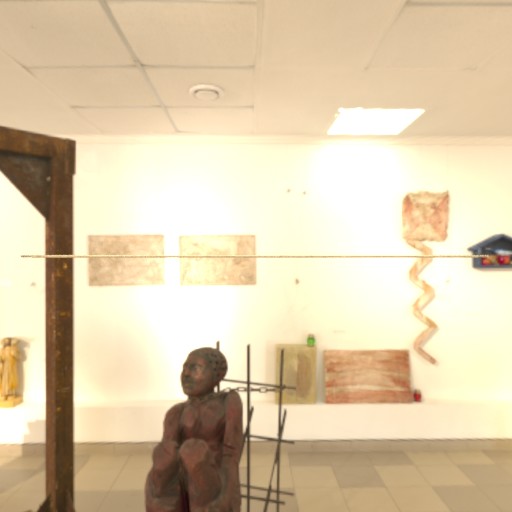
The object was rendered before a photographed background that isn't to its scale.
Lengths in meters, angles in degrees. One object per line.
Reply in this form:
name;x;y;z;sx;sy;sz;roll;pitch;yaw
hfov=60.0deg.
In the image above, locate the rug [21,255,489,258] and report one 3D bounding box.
rug;0.000;0.000;2.802;2.544;0.015;0.795;0;0;-1
